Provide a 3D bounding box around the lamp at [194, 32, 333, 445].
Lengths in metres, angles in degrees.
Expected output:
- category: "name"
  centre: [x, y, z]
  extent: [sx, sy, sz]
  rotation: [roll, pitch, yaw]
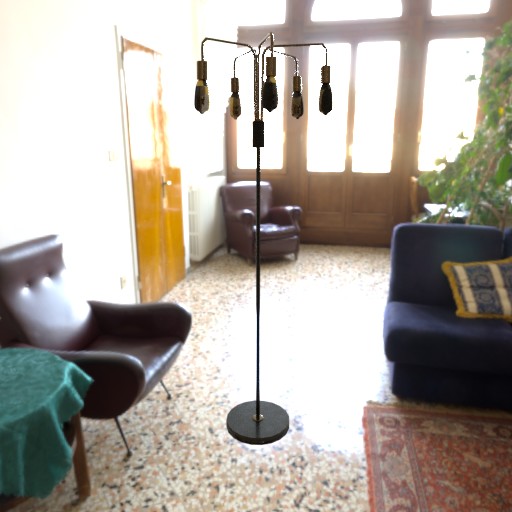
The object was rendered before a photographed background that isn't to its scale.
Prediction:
- category: "lamp"
  centre: [0.000, 0.000, 1.974]
  extent: [0.572, 1.721, 0.599]
  rotation: [-6, 16, -23]
